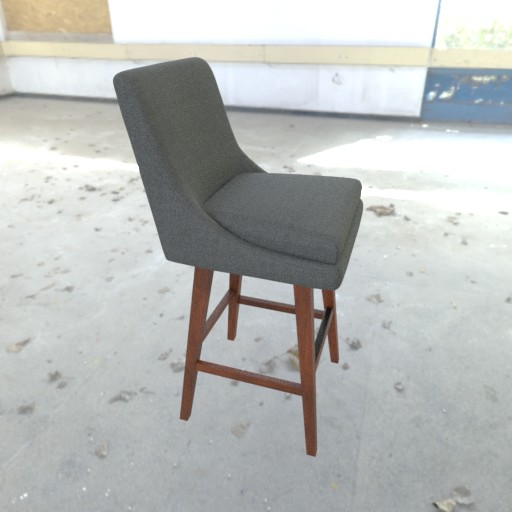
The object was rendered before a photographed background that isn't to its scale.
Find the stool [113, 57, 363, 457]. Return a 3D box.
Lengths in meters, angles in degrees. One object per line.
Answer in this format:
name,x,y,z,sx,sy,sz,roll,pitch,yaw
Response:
stool,0.000,0.000,1.231,0.524,0.977,0.447,9,30,16
